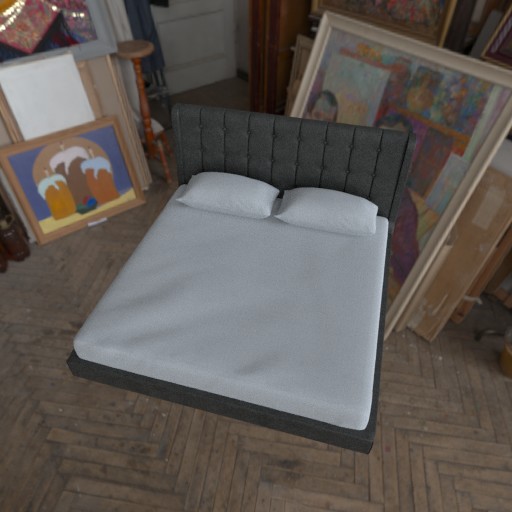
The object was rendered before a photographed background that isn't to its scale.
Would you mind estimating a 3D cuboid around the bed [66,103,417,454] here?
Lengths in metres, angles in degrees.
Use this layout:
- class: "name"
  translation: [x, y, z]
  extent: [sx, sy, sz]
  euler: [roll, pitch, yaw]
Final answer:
- class: "bed"
  translation: [0.000, 0.000, 3.127]
  extent: [1.903, 1.158, 2.031]
  euler: [11, 45, 11]
